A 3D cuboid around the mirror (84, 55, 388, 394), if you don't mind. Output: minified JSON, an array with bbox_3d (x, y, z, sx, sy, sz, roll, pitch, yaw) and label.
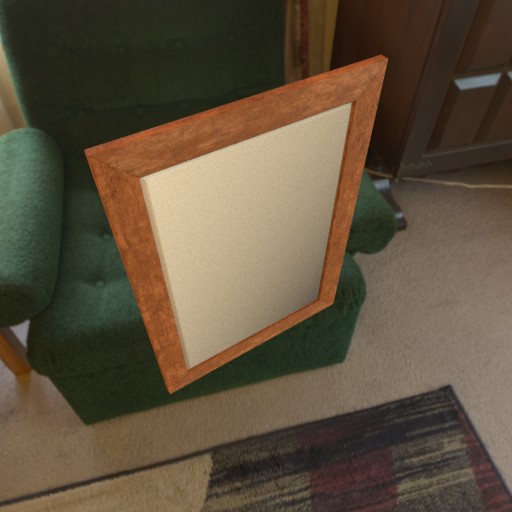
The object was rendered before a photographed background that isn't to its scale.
[{"bbox_3d":[0.000,0.000,1.431,0.796,1.099,0.028,-25,53,-21],"label":"mirror"}]
